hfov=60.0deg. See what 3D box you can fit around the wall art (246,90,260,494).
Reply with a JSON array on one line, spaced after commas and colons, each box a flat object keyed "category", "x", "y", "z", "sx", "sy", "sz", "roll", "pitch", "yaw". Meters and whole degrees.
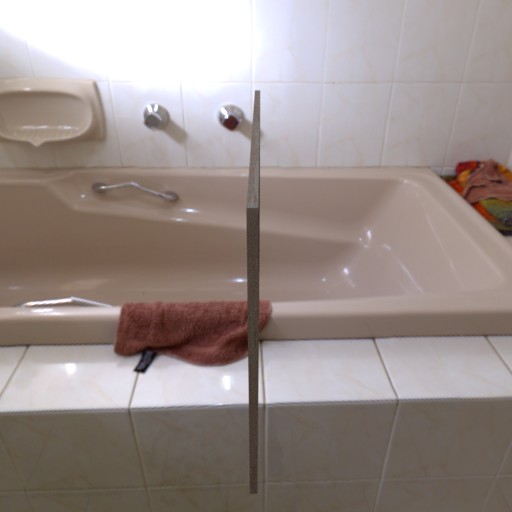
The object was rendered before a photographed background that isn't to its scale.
[{"category": "wall art", "x": 0.000, "y": 0.000, "z": 1.340, "sx": 0.019, "sy": 0.774, "sz": 1.012, "roll": 0, "pitch": 30, "yaw": 1}]
